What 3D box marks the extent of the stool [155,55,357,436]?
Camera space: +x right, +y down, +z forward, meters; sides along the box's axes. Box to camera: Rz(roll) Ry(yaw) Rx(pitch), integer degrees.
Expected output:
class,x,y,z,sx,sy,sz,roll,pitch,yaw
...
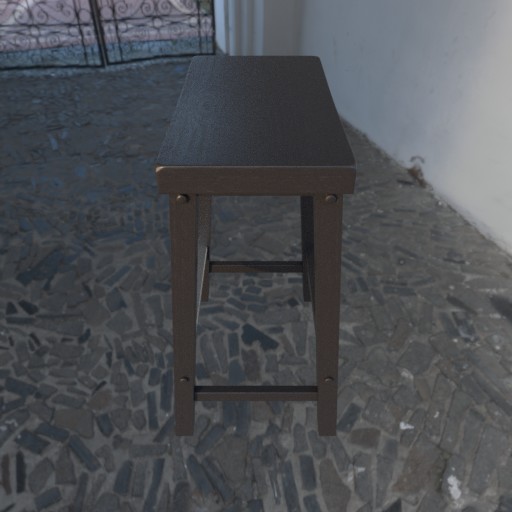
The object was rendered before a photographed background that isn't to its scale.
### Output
class,x,y,z,sx,sy,sz,roll,pitch,yaw
stool,0.000,0.000,0.847,0.322,0.610,0.406,0,41,0
